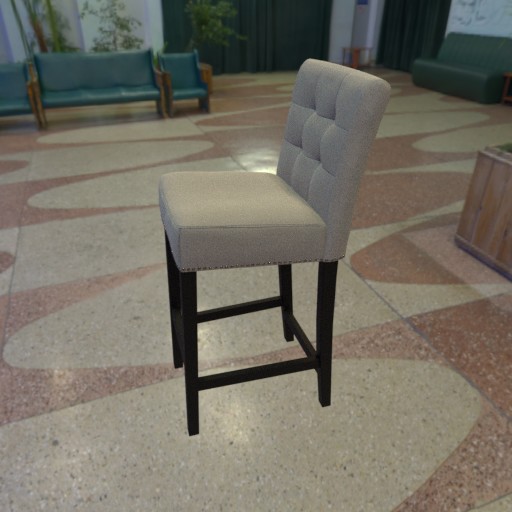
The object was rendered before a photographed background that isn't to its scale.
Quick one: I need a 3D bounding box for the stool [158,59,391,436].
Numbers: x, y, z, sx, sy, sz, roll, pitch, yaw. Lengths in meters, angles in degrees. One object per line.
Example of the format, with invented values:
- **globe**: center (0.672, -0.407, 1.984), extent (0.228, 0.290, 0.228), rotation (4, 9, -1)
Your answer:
- **stool**: center (0.000, 0.000, 1.345), extent (0.548, 1.047, 0.411), rotation (-9, 32, -15)
